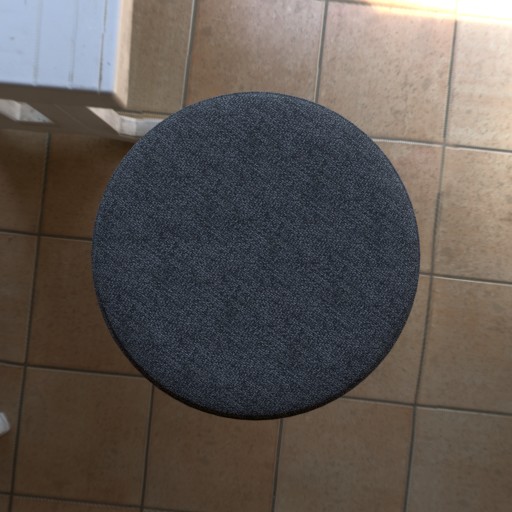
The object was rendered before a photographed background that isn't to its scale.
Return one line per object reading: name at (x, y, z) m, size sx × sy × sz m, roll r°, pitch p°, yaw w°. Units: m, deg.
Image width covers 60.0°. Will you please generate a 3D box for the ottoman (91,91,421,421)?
ottoman at (0.000, 0.000, 0.876) m, size 0.520 × 0.430 × 0.520 m, roll 0°, pitch 90°, yaw 0°
